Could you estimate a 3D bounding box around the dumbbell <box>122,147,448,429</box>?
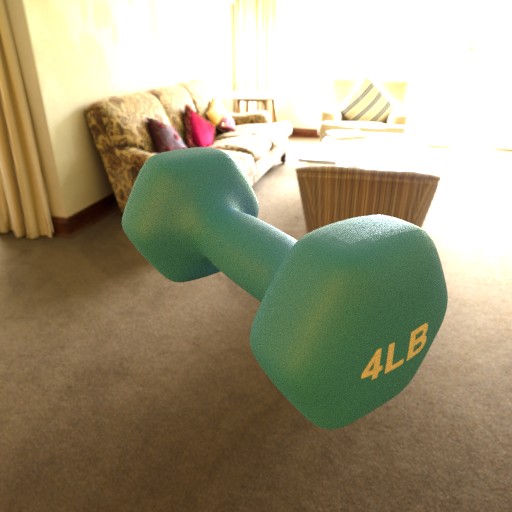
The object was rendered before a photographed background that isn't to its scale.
[{"bbox_3d":[0.000,0.000,0.189,0.074,0.066,0.152,-17,31,-30],"label":"dumbbell"}]
